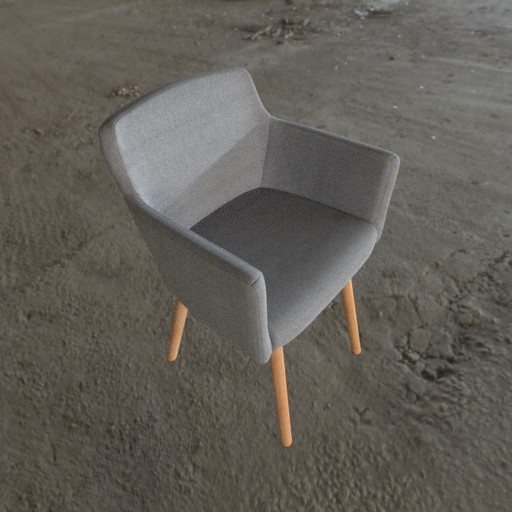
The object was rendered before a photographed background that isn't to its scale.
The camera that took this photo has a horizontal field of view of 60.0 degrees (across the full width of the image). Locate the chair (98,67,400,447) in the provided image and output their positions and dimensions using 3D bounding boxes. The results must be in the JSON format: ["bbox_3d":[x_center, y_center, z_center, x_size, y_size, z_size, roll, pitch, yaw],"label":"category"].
[{"bbox_3d":[0.000,0.000,1.151,0.540,0.780,0.570,27,48,28],"label":"chair"}]
